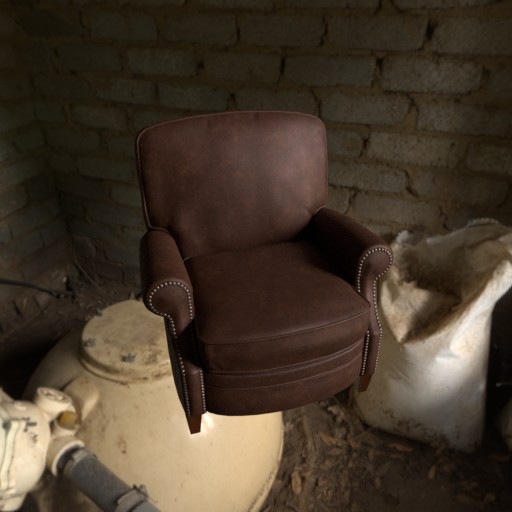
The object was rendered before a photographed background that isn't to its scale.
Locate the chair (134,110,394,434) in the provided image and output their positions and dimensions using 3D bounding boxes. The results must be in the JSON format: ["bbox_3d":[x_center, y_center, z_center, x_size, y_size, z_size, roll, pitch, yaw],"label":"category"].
[{"bbox_3d":[0.000,0.000,1.818,0.936,1.018,0.986,-9,32,-14],"label":"chair"}]
